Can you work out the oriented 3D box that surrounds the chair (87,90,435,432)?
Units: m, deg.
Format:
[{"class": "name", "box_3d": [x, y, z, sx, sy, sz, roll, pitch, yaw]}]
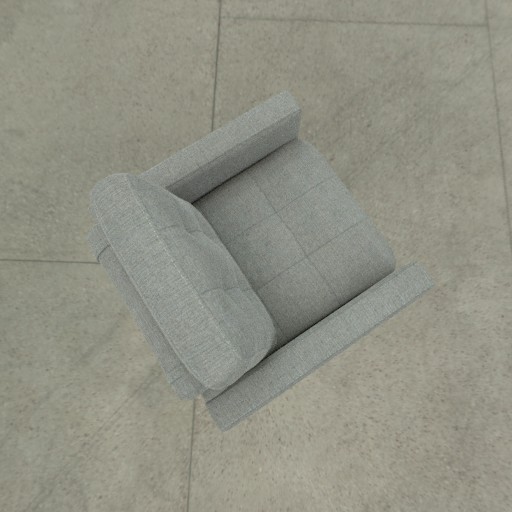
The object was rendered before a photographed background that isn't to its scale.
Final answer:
[{"class": "chair", "box_3d": [0.000, 0.000, 1.503, 0.843, 0.880, 0.821, -33, 78, -8]}]
